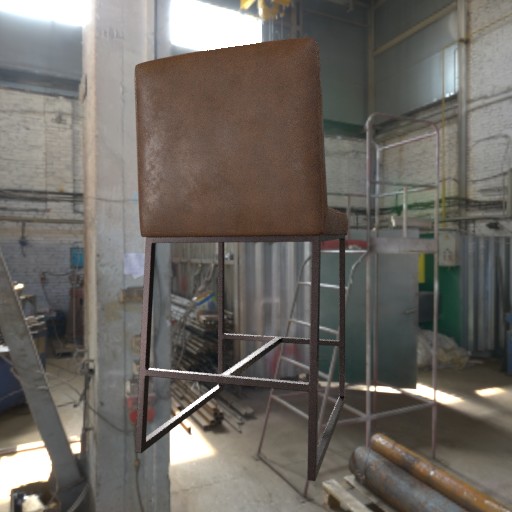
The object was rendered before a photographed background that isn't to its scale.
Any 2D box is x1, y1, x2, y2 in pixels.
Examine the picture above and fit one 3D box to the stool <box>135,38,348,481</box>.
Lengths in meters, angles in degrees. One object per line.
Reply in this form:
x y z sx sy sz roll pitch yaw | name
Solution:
0.000 0.000 1.250 0.463 0.942 0.562 0 0 18 | stool
